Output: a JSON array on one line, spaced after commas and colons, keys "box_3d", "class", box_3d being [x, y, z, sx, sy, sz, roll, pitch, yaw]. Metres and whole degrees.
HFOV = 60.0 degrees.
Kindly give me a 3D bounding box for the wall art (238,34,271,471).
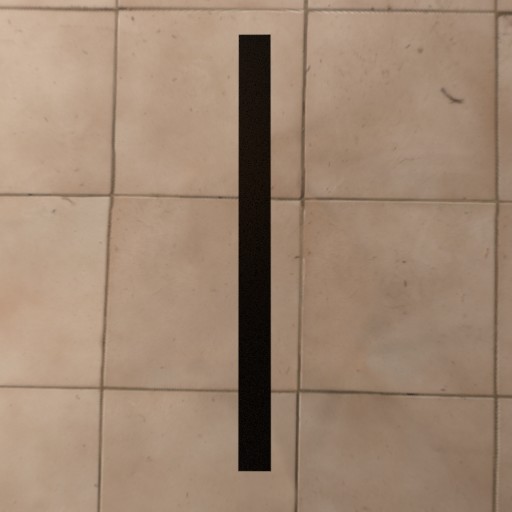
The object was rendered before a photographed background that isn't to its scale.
[{"box_3d": [0.000, 0.000, 0.766, 0.038, 0.506, 0.506, 0, 88, 0], "class": "wall art"}]
